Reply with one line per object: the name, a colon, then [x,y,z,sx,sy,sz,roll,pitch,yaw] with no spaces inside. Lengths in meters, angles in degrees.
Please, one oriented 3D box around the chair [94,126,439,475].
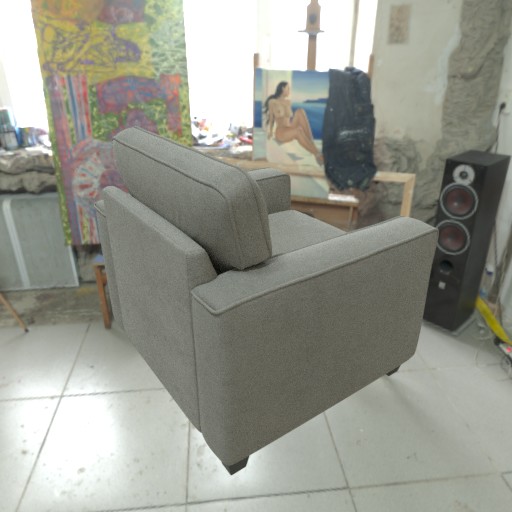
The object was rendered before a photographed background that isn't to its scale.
chair: [0.000,0.000,1.760,0.939,0.965,1.015,-18,31,-31]
